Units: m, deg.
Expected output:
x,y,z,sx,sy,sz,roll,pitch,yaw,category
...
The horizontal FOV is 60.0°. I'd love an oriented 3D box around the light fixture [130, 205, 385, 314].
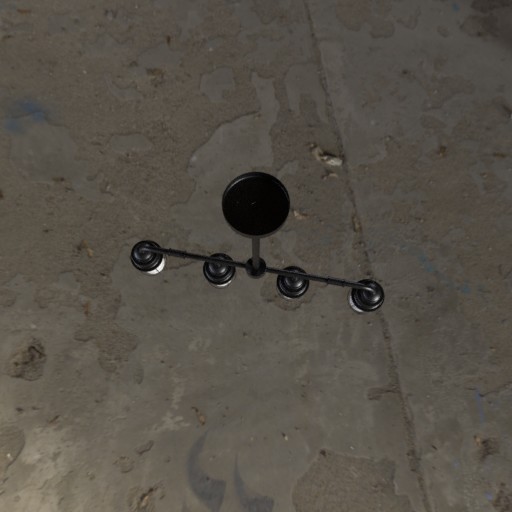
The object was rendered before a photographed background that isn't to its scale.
x,y,z,sx,sy,sz,roll,pitch,yaw,category
0.000,0.000,1.226,0.852,0.785,0.131,10,75,3,light fixture
